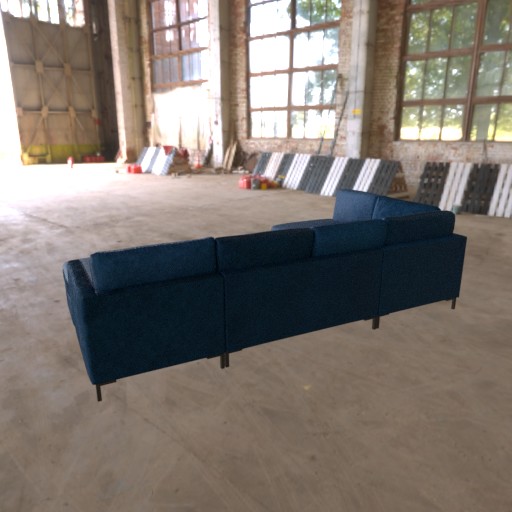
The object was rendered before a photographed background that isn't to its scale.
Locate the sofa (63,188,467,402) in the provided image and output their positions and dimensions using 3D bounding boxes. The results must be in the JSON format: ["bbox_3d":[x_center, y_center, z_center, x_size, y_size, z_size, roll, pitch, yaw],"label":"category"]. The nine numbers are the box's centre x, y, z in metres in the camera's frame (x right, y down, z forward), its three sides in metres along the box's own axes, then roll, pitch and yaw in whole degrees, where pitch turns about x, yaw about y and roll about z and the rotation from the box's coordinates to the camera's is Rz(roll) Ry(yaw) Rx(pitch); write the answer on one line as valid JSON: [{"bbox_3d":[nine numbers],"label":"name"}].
[{"bbox_3d":[0.000,0.000,4.320,3.434,0.992,2.055,-8,18,-26],"label":"sofa"}]
